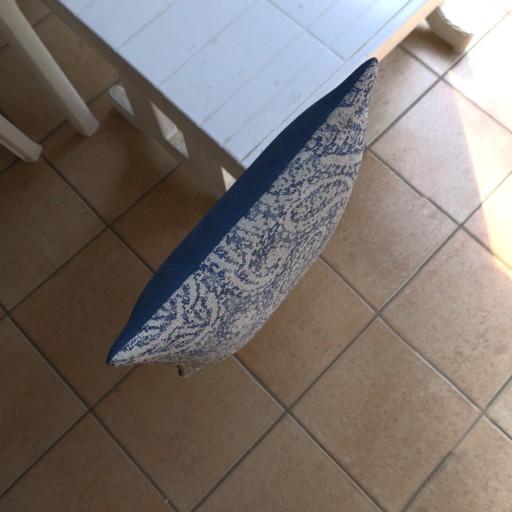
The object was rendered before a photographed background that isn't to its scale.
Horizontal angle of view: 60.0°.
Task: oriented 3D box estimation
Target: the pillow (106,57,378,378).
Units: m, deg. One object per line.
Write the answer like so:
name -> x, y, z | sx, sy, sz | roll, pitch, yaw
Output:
pillow -> 0.000, 0.000, 0.782 | 0.166, 0.510, 0.523 | 38, 78, 10
